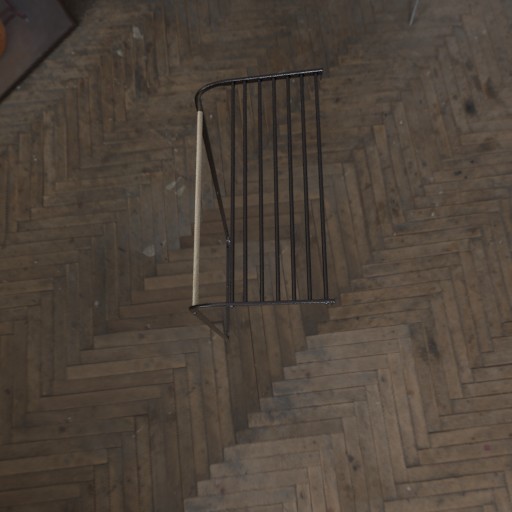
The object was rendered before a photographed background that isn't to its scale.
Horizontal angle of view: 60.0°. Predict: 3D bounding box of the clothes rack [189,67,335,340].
[{"bbox_3d":[0.000,0.000,1.825,0.349,1.574,0.609,0,76,0],"label":"clothes rack"}]
